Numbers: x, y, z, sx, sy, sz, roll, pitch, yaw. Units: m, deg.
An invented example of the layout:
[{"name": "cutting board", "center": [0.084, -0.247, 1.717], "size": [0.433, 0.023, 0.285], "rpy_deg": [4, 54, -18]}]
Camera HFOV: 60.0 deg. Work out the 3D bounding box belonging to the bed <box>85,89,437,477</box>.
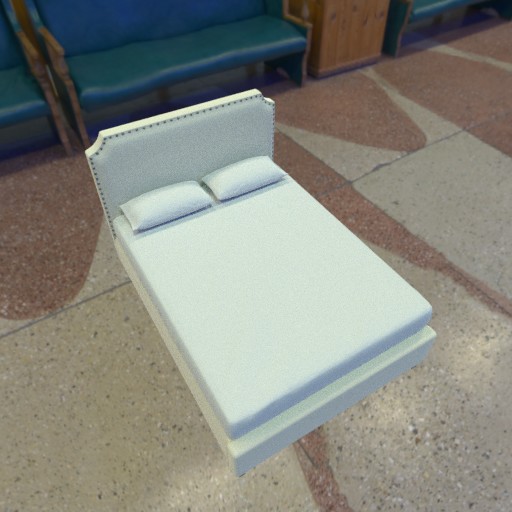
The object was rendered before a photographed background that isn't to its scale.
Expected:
[{"name": "bed", "center": [0.000, 0.000, 3.434], "size": [1.703, 1.415, 2.329], "rpy_deg": [-23, 50, -21]}]
